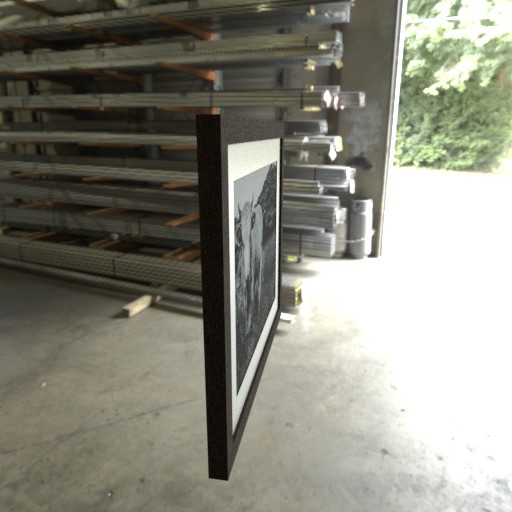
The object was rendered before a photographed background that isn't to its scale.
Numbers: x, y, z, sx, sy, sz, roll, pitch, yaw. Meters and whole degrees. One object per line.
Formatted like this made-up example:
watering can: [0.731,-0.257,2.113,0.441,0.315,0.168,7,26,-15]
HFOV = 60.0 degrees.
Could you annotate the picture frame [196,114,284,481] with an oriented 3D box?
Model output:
picture frame: [0.000,0.000,0.775,0.026,0.455,0.546,3,16,10]
